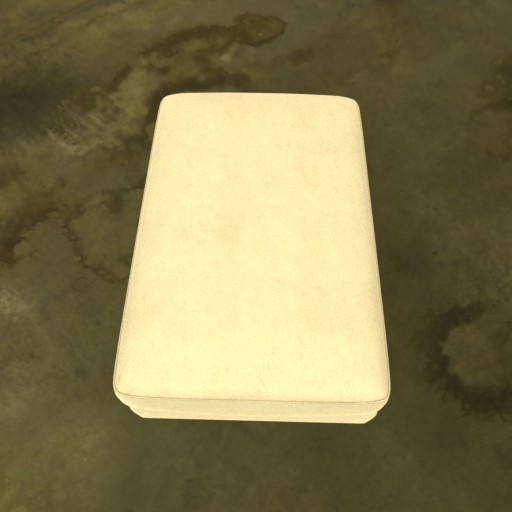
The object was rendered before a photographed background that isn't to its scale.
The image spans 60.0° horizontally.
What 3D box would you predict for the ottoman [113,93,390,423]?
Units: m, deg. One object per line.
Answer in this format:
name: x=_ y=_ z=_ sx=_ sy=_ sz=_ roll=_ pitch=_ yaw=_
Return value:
ottoman: x=0.000 y=0.000 z=1.228 sx=0.584 sy=0.483 sz=0.864 roll=1 pitch=63 yaw=1
